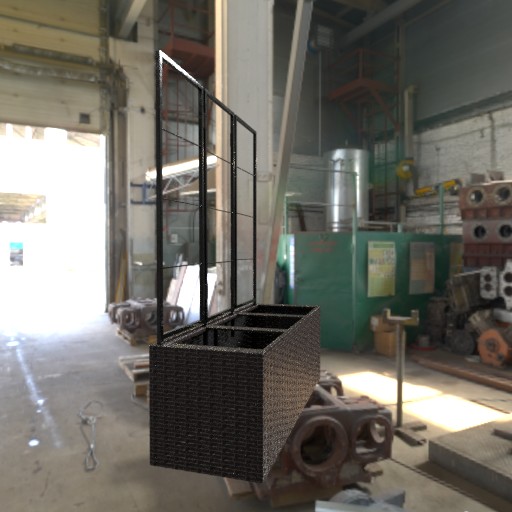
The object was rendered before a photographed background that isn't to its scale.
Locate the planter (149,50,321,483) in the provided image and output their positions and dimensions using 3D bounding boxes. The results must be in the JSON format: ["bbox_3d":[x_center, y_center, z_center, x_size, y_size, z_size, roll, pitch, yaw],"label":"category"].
[{"bbox_3d":[0.000,0.000,1.189,0.244,0.841,0.699,0,1,17],"label":"planter"}]
